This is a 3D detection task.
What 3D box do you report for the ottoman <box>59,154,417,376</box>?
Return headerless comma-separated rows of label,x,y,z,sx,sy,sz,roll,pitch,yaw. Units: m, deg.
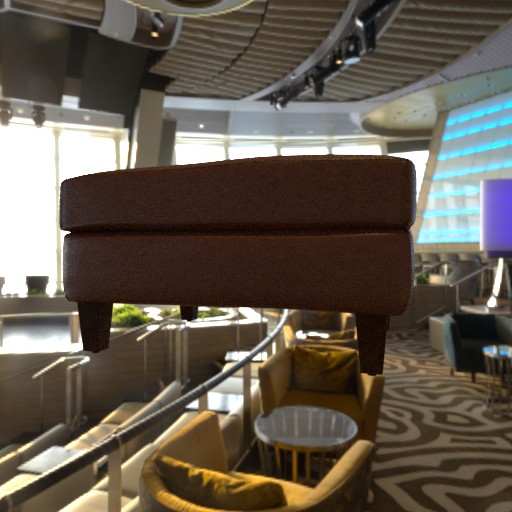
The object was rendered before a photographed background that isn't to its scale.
ottoman,0.000,0.000,1.269,0.851,0.485,0.650,0,1,18
